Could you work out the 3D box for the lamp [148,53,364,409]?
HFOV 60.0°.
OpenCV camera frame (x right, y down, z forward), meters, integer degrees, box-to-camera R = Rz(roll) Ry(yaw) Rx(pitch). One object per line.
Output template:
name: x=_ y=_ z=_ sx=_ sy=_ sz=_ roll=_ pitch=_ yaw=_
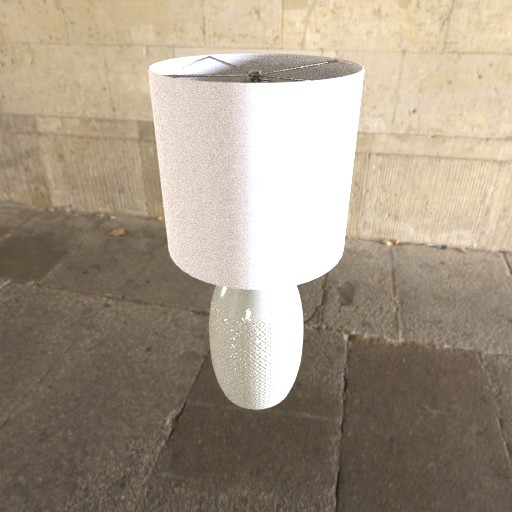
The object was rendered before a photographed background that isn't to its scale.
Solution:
lamp: x=0.000 y=0.000 z=0.568 sx=0.217 sy=0.453 sz=0.217 roll=-18 pitch=35 yaw=-27
